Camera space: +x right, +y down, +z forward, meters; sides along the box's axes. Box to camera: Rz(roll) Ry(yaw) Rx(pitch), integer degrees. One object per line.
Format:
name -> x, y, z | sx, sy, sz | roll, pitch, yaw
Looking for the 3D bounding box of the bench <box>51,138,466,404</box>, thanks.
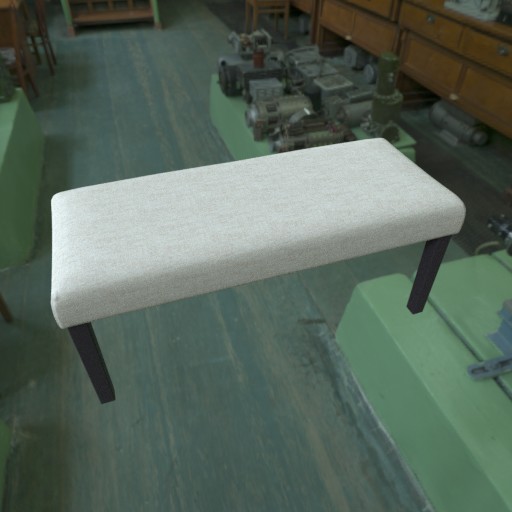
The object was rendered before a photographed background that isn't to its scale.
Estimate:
bench -> 0.000, 0.000, 1.266 | 1.013, 0.456, 0.407 | -13, 42, -14
